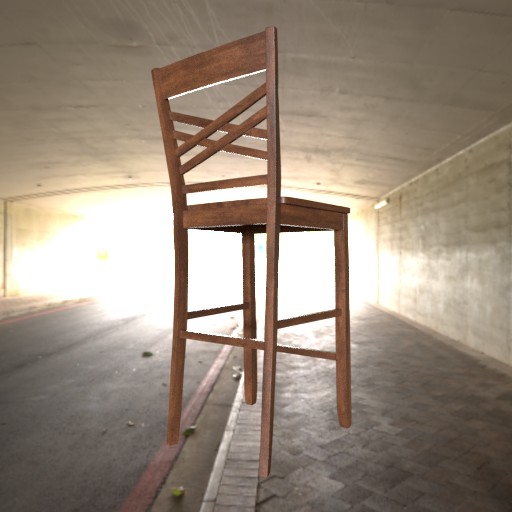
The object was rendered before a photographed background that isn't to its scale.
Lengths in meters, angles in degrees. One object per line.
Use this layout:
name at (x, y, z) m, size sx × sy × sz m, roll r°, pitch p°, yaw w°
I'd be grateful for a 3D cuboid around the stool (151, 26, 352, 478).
stool at (0.000, 0.000, 1.369) m, size 0.433 × 1.105 × 0.487 m, roll 0°, pitch 0°, yaw 35°
